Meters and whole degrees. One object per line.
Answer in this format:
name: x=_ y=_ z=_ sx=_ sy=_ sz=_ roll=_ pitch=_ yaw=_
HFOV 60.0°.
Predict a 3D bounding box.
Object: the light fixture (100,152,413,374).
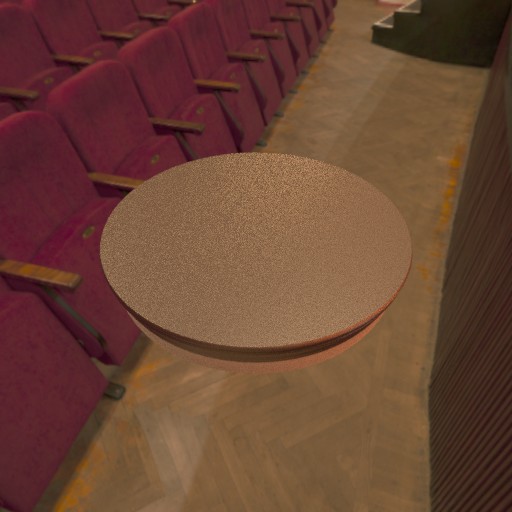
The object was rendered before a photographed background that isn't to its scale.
light fixture: x=0.000 y=0.000 z=0.569 sx=0.368 sy=0.100 sz=0.368 roll=0 pitch=41 yaw=0
